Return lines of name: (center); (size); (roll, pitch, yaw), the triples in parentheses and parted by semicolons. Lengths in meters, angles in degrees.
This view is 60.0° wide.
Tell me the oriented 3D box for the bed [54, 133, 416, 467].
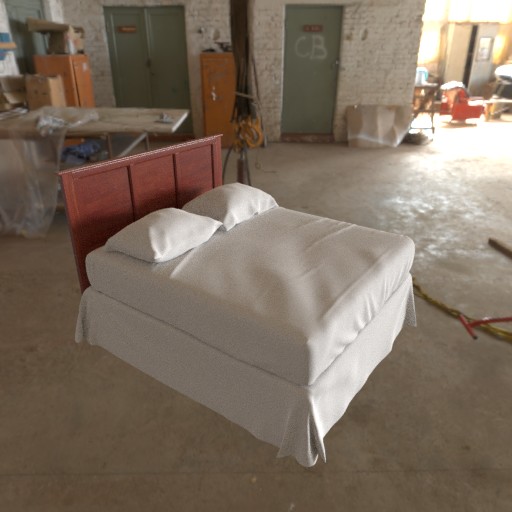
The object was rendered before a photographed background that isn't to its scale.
bed: (0.000, 0.000, 3.198); (2.050, 1.270, 1.870); (17, 31, 32)
